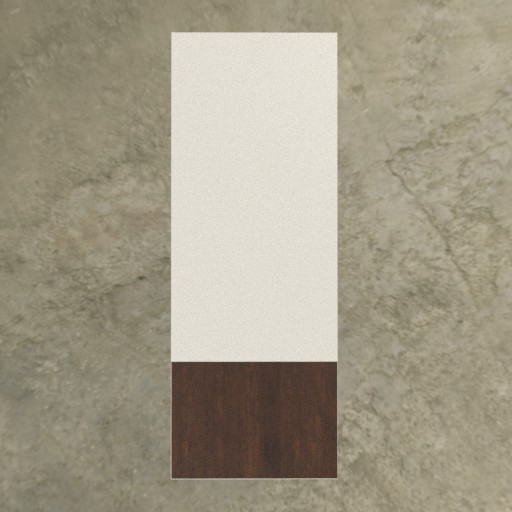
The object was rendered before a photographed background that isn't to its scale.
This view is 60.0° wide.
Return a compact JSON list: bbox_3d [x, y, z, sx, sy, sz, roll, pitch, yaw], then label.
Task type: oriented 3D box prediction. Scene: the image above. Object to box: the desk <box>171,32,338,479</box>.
[{"bbox_3d":[0.000,0.000,1.441,0.409,0.761,1.069,0,90,0],"label":"desk"}]
